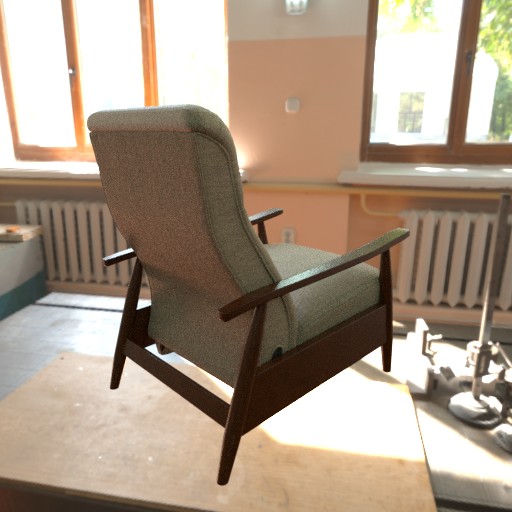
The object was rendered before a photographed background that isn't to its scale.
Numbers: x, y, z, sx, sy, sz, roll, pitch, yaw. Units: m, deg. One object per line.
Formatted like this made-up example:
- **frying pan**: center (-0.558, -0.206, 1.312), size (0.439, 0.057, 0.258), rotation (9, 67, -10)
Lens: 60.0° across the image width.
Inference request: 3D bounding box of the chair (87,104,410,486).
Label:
- **chair**: center (0.000, 0.000, 1.745), size (1.014, 1.082, 0.762), rotation (-14, 21, -41)
